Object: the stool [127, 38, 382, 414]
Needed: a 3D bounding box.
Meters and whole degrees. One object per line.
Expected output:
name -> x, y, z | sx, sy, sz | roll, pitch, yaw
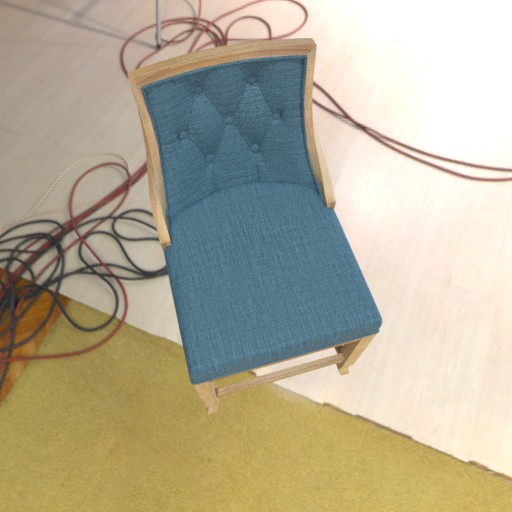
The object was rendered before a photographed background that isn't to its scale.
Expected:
stool -> 0.000, 0.000, 1.292 | 0.524, 0.938, 0.626 | -14, 63, -7
